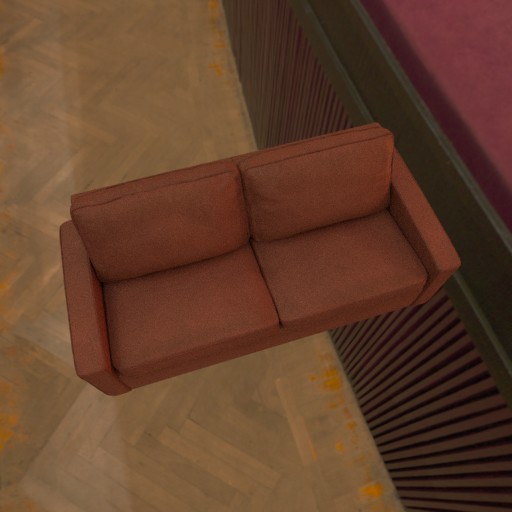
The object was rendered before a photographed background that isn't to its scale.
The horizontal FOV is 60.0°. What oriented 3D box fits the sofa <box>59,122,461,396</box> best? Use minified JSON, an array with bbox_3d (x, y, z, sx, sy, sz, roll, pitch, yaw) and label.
[{"bbox_3d":[0.000,0.000,2.553,2.080,0.919,0.940,-15,64,-8],"label":"sofa"}]
